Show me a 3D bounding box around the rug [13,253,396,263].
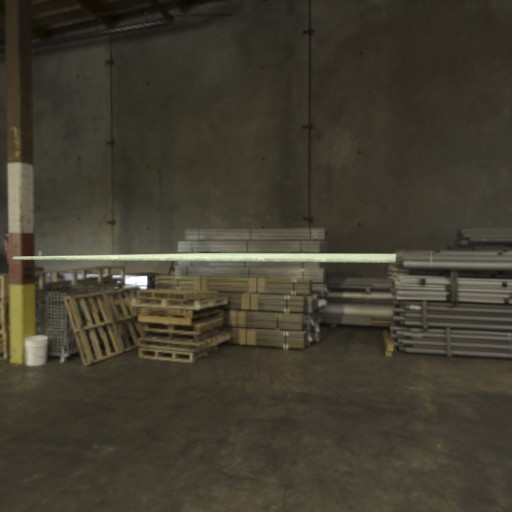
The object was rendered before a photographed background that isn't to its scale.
[{"bbox_3d":[0.000,0.000,4.013,2.420,0.019,3.039,0,1,18],"label":"rug"}]
